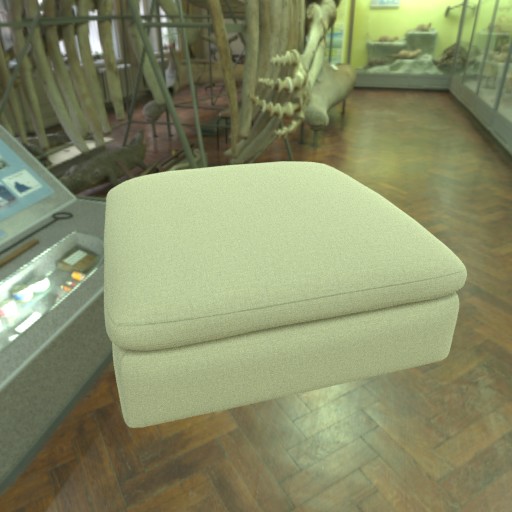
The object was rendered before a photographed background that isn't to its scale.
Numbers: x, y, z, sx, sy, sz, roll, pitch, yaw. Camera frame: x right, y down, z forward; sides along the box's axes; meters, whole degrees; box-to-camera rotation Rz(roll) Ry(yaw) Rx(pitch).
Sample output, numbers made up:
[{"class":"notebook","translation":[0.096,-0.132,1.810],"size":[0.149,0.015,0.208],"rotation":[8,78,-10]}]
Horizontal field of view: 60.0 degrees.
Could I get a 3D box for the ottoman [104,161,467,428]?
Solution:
[{"class":"ottoman","translation":[0.000,0.000,1.538],"size":[0.977,0.467,0.996],"rotation":[-8,29,-14]}]
